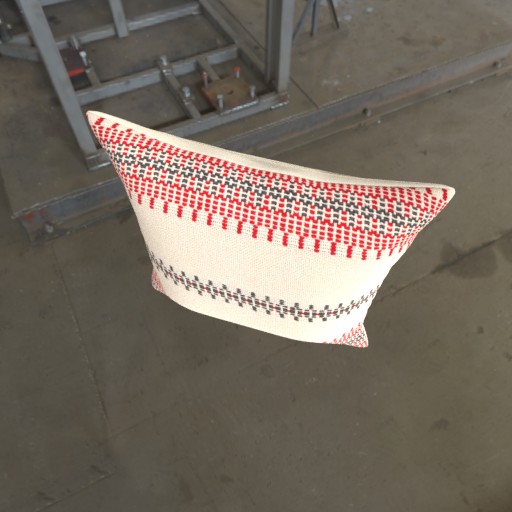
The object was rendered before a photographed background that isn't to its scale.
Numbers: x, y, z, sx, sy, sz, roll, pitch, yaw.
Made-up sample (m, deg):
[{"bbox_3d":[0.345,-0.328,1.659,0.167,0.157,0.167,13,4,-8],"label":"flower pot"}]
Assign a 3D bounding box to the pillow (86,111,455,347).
[{"bbox_3d":[0.000,0.000,0.718,0.463,0.454,0.160,14,58,9],"label":"pillow"}]
